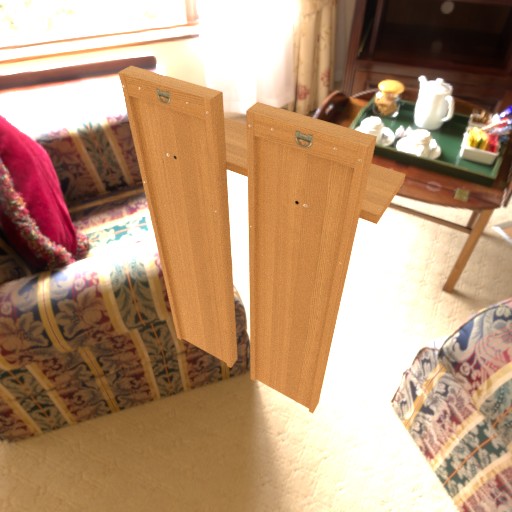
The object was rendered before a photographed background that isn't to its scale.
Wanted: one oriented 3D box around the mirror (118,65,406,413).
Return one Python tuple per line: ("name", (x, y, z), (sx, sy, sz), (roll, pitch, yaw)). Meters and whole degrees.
("mirror", (0.000, 0.000, 1.578), (0.800, 1.250, 0.260), (24, 50, 21))
